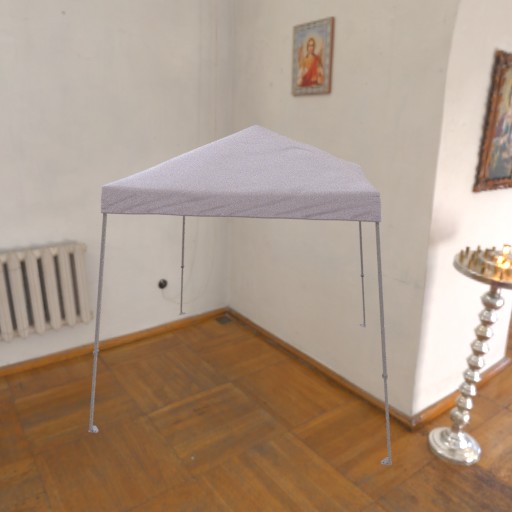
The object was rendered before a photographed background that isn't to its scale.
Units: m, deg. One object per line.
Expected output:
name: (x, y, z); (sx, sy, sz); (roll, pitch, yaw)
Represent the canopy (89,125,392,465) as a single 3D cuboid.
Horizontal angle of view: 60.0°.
canopy: (0.000, 0.000, 5.028); (2.850, 2.850, 2.849); (3, 17, 8)
